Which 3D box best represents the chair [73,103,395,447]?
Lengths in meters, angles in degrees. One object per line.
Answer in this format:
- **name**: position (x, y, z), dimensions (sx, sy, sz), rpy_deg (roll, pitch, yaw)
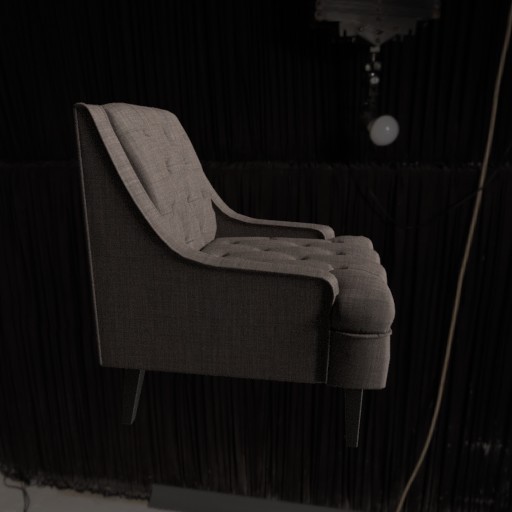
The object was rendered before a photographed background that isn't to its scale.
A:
- **chair**: position (0.000, 0.000, 1.380), dimensions (0.771, 0.891, 0.655), rpy_deg (2, 15, 8)
